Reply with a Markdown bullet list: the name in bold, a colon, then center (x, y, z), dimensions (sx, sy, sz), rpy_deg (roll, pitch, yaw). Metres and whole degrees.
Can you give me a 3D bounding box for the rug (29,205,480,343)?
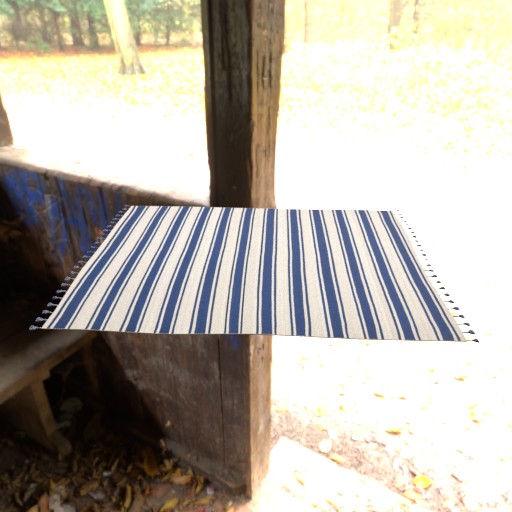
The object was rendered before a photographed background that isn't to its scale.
- **rug**: center (0.000, 0.000, 4.375), dimensions (3.416, 0.016, 2.471), rpy_deg (1, 29, 2)
